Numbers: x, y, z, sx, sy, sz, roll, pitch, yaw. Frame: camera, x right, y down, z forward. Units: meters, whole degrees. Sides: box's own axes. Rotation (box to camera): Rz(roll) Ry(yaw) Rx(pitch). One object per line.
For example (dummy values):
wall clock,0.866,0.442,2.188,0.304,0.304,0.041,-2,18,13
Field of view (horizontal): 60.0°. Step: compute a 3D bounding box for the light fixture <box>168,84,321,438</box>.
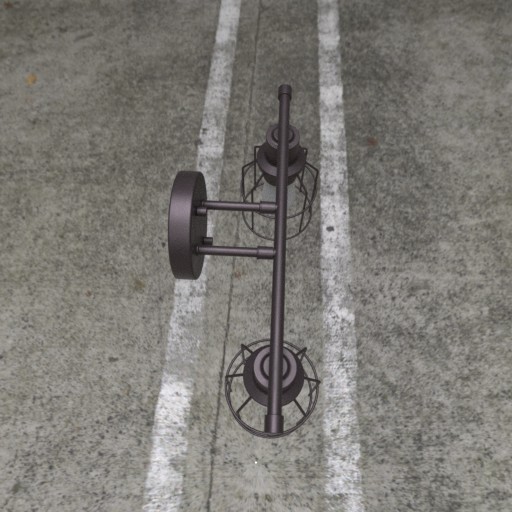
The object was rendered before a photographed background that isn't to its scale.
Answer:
light fixture,0.000,0.000,0.539,0.165,0.254,0.406,3,65,1
